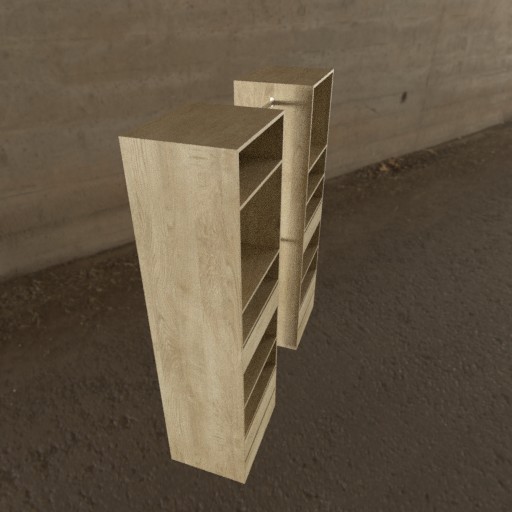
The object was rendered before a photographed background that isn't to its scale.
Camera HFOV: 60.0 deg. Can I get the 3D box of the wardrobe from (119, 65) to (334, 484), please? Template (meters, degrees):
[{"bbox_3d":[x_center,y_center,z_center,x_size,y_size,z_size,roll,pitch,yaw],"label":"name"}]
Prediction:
[{"bbox_3d":[0.000,0.000,2.842,0.480,2.000,1.770,10,33,16],"label":"wardrobe"}]
